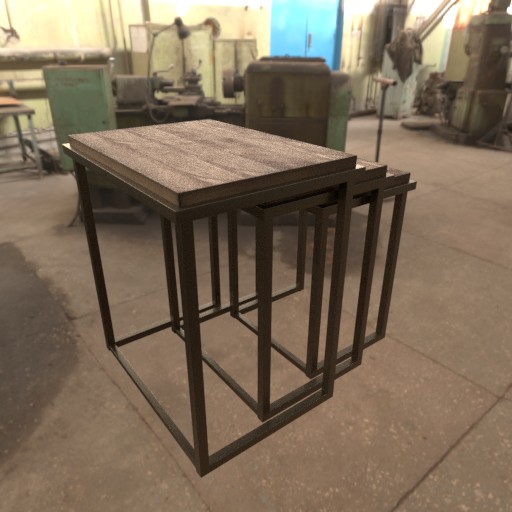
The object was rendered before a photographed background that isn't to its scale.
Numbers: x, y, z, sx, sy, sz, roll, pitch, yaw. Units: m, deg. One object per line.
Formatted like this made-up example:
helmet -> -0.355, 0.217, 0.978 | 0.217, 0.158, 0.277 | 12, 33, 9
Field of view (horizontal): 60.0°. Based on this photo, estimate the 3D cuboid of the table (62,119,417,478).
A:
table -> 0.000, 0.000, 1.144 | 0.706, 0.610, 0.559 | -18, 32, -33
